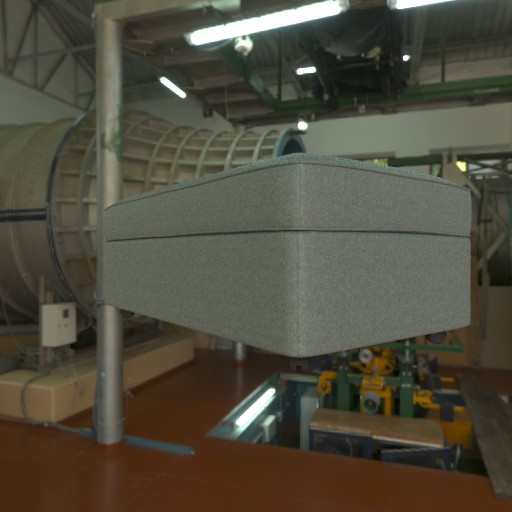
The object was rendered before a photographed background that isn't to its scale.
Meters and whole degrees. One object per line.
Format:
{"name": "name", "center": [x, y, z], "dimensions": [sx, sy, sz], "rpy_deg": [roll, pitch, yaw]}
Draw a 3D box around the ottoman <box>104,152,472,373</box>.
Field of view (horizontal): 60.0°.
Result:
{"name": "ottoman", "center": [0.000, 0.000, 1.514], "dimensions": [0.681, 0.494, 1.173], "rpy_deg": [0, 1, -37]}
